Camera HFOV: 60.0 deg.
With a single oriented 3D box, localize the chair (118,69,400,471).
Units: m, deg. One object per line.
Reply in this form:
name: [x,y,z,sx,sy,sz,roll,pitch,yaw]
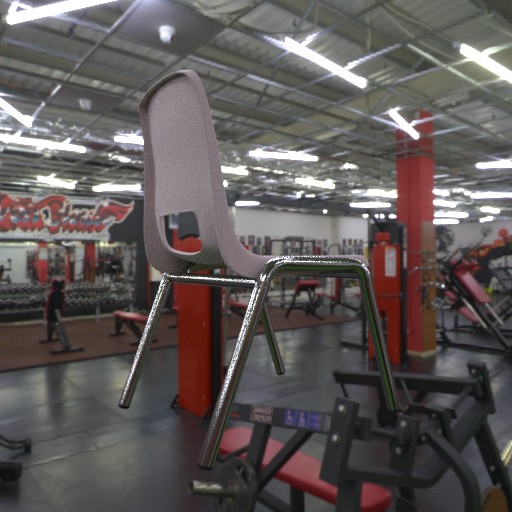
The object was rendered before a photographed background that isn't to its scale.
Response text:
chair: [0.000,0.000,0.848,0.423,0.586,0.354,0,0,-37]
